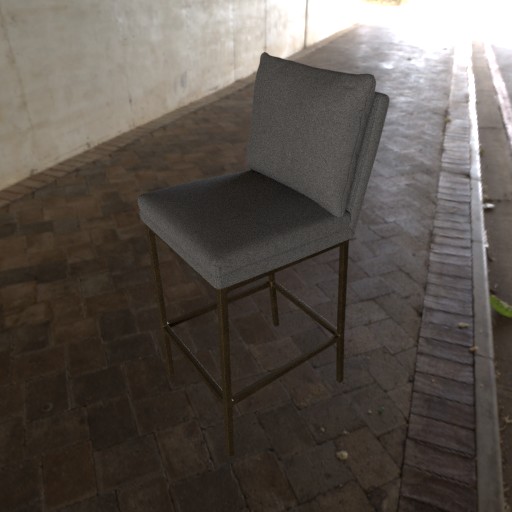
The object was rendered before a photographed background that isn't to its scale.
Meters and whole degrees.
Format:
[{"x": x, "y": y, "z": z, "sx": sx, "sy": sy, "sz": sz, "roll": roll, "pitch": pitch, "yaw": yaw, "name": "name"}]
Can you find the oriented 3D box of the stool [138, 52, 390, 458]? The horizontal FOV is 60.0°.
[{"x": 0.000, "y": 0.000, "z": 1.424, "sx": 0.569, "sy": 1.130, "sz": 0.463, "roll": -21, "pitch": 38, "yaw": -30, "name": "stool"}]
